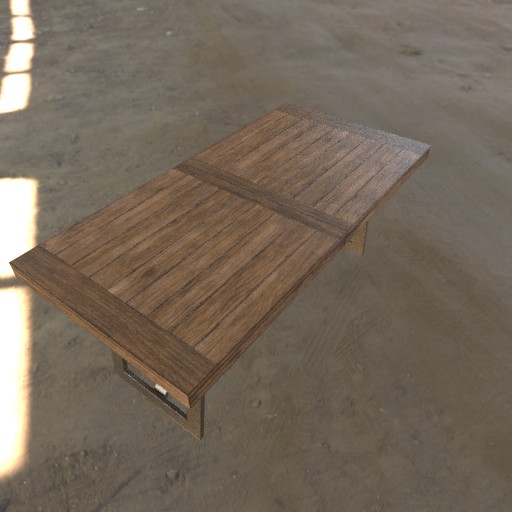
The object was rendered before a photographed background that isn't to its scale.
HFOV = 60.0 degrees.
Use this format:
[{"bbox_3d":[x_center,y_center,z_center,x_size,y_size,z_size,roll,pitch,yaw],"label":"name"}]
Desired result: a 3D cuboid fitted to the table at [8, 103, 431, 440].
[{"bbox_3d":[0.000,0.000,2.270,0.931,0.757,1.867,27,48,27],"label":"table"}]
